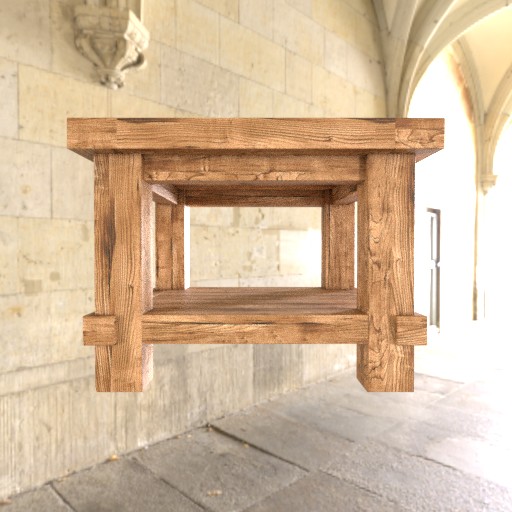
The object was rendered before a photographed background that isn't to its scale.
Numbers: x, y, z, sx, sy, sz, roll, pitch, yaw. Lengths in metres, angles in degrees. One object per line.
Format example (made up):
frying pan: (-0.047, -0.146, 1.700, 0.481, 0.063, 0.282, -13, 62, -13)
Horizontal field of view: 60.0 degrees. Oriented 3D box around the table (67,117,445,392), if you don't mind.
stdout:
table: (0.000, 0.000, 1.022, 0.610, 0.457, 0.610, 0, 1, 0)
